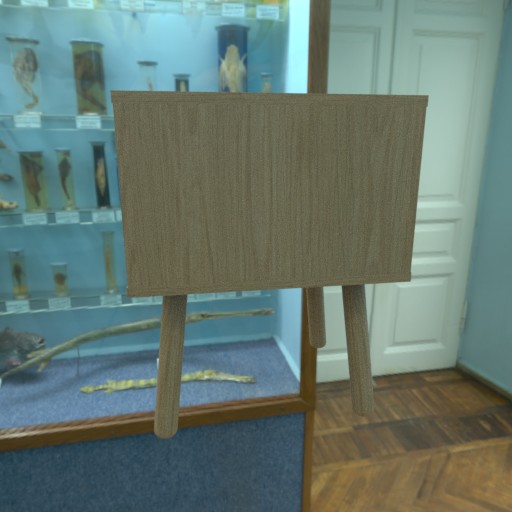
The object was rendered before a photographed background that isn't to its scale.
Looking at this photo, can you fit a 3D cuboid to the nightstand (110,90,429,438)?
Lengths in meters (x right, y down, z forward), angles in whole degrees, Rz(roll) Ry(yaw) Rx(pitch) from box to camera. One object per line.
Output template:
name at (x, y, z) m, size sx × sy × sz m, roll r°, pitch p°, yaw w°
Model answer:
nightstand at (0.000, 0.000, 0.870) m, size 0.450 × 0.571 × 0.380 m, roll -3°, pitch 15°, yaw -9°
